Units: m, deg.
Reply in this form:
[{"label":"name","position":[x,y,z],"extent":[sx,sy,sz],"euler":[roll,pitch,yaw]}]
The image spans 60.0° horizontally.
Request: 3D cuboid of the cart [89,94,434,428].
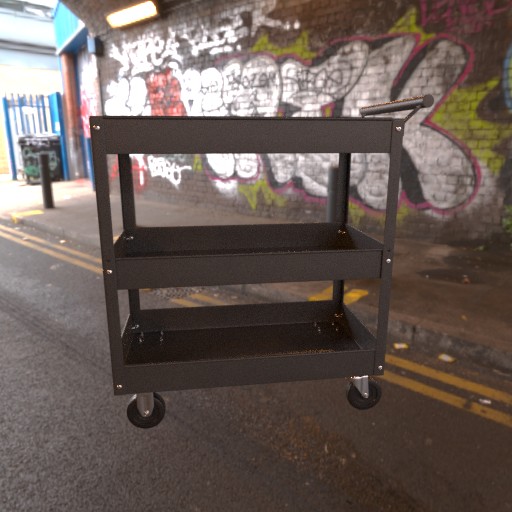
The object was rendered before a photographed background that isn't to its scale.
[{"label":"cart","position":[0.000,0.000,1.169],"extent":[0.719,0.780,0.366],"euler":[-2,15,-8]}]
